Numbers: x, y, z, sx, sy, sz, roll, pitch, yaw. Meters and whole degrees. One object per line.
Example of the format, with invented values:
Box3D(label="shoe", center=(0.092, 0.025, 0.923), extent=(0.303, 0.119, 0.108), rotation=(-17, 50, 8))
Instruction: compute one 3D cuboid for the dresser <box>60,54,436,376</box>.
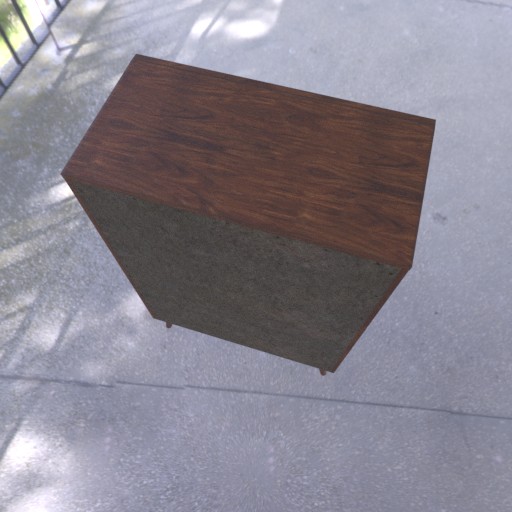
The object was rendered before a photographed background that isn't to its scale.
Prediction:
Box3D(label="dresser", center=(0.000, 0.000, 1.816), extent=(0.919, 1.365, 0.498), rotation=(15, 64, 8))
